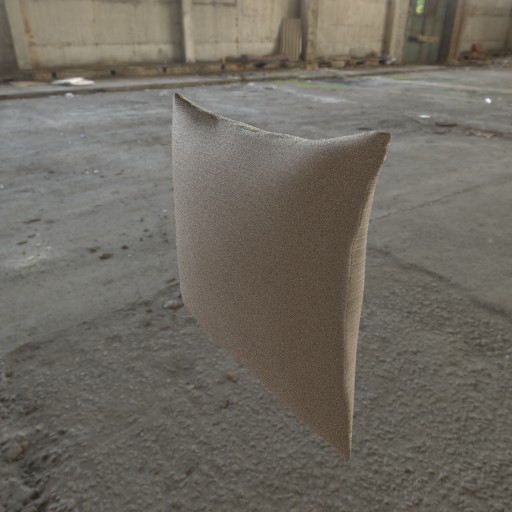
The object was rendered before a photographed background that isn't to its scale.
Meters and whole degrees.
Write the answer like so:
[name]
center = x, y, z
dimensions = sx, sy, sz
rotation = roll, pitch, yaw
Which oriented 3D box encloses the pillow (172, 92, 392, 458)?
[pillow]
center = 0.000, 0.000, 0.765
dimensions = 0.204, 0.497, 0.512
rotation = -17, 31, -31
